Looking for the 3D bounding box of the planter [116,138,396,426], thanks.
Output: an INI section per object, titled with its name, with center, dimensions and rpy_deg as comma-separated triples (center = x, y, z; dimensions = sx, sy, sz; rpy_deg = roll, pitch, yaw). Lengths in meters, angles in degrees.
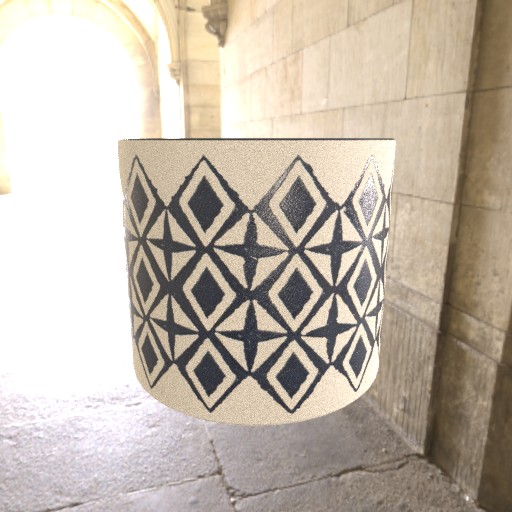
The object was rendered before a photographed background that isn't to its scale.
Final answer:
[planter]
center = 0.000, 0.000, 0.280
dimensions = 0.159, 0.144, 0.159
rpy_deg = 0, 15, 0
